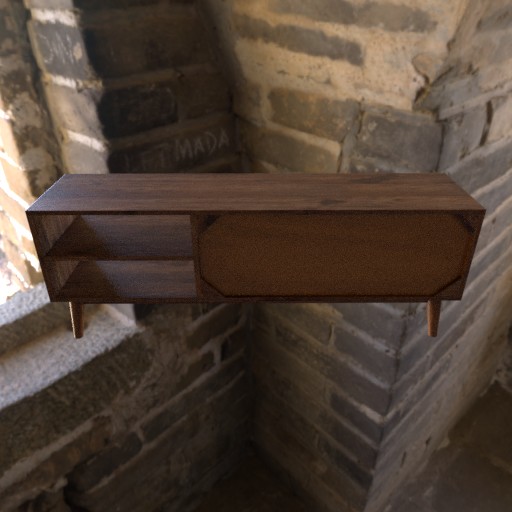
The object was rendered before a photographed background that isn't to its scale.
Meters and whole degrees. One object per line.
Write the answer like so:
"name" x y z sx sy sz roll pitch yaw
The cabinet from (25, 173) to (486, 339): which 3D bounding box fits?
"cabinet" 0.000 0.000 1.673 1.448 0.528 0.349 0 30 0
